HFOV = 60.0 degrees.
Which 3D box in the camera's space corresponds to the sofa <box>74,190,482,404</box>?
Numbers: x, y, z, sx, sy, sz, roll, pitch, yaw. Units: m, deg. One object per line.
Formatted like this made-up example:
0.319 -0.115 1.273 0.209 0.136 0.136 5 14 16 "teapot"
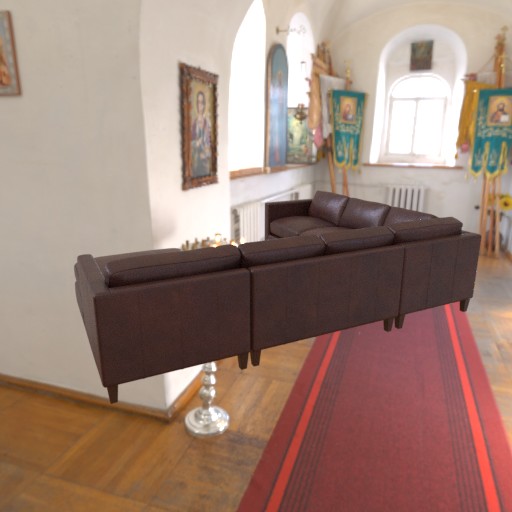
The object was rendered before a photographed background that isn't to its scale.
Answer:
0.000 0.000 4.384 3.324 0.891 2.452 -8 18 -26 "sofa"
